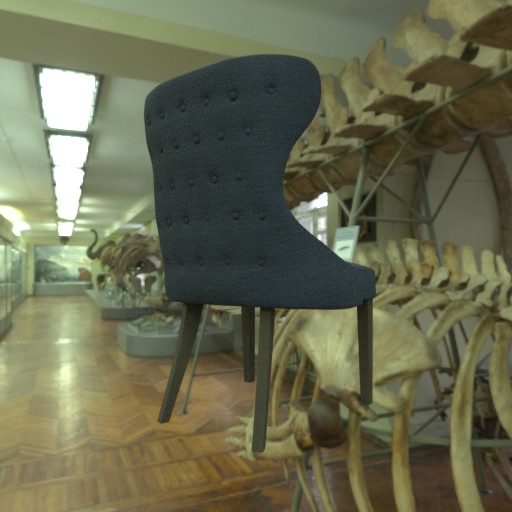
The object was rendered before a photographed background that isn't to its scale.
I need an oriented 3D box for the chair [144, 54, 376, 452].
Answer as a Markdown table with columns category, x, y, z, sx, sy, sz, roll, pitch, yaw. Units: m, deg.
| category | x | y | z | sx | sy | sz | roll | pitch | yaw |
| --- | --- | --- | --- | --- | --- | --- | --- | --- | --- |
| chair | 0.000 | 0.000 | 1.379 | 0.628 | 0.967 | 0.635 | -1 | -2 | 36 |
